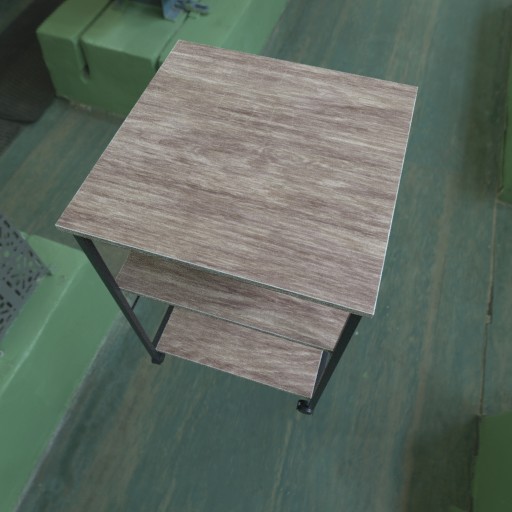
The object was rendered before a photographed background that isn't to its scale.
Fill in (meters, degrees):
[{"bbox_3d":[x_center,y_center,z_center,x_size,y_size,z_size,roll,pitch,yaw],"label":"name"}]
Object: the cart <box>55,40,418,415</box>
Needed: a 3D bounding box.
[{"bbox_3d":[0.000,0.000,1.133,0.521,0.762,0.520,15,60,9],"label":"cart"}]
